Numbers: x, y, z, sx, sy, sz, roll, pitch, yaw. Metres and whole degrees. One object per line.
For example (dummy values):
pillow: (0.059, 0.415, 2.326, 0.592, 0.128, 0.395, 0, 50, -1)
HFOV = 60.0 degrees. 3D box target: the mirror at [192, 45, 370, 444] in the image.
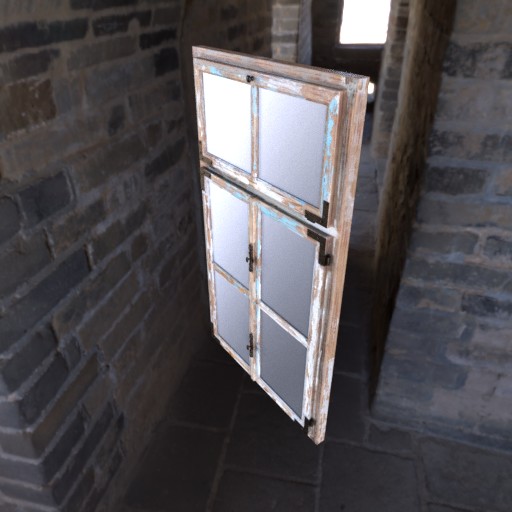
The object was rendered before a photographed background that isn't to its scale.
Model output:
mirror: (0.000, 0.000, 1.482, 0.083, 1.213, 0.707, -21, 37, -30)
